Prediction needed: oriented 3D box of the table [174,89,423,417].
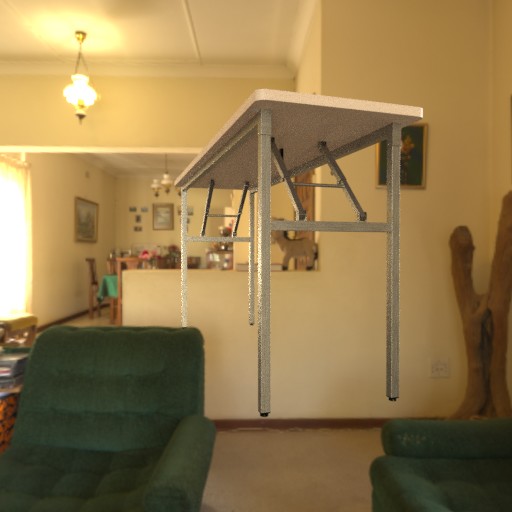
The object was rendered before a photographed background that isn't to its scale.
[{"bbox_3d":[0.000,0.000,1.702,0.446,0.750,1.397,0,1,-18],"label":"table"}]
